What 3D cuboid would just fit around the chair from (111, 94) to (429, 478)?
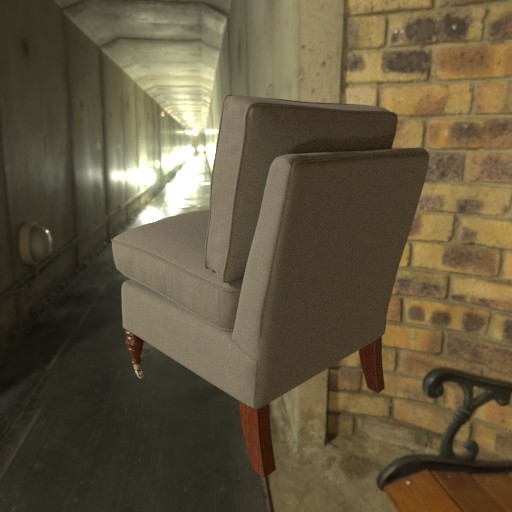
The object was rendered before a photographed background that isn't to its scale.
[{"bbox_3d":[0.000,0.000,1.612,0.724,1.045,0.924,-15,21,-42],"label":"chair"}]
